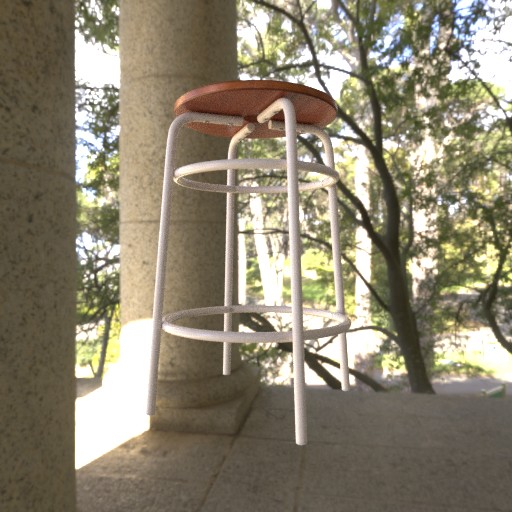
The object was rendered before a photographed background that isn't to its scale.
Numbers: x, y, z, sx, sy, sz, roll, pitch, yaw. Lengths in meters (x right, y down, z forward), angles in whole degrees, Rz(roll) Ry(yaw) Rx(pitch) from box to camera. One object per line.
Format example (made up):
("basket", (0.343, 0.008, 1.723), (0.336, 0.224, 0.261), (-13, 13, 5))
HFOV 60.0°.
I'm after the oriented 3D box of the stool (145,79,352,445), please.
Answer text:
("stool", (0.000, 0.000, 0.930), (0.455, 0.610, 0.455), (0, 1, -20))
